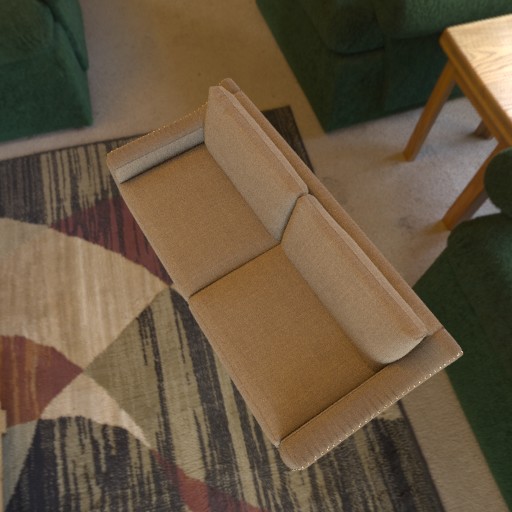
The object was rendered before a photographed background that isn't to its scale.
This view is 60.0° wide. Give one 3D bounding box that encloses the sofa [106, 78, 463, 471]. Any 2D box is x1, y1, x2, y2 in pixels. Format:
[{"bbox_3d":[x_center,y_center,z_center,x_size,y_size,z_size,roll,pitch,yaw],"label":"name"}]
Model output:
[{"bbox_3d":[0.000,0.000,2.687,1.000,0.857,2.208,-30,68,-14],"label":"sofa"}]
